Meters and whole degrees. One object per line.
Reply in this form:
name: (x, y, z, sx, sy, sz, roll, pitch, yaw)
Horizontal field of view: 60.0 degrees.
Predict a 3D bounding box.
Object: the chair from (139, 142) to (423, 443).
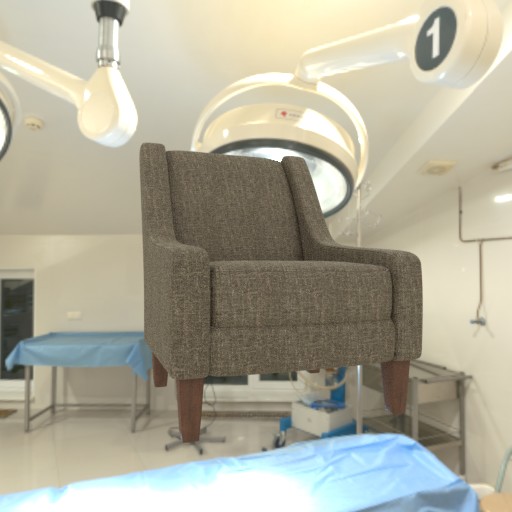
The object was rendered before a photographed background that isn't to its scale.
chair: (0.000, 0.000, 1.683, 0.793, 1.012, 0.944, 1, -2, -20)
